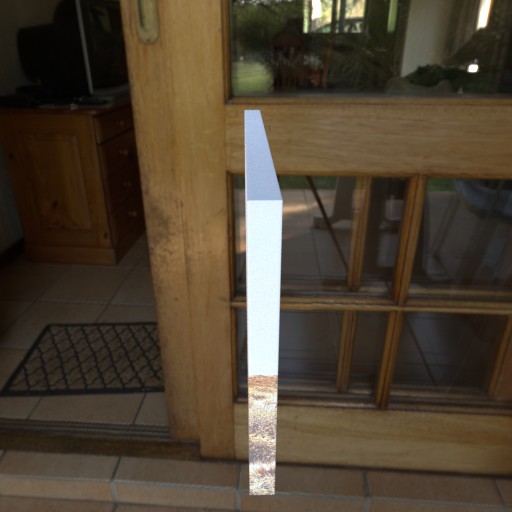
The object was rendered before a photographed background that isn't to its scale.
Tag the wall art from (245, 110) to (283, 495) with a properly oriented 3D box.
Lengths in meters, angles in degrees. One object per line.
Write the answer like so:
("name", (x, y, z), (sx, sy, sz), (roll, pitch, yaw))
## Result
("wall art", (0.000, 0.000, 1.157), (0.050, 0.610, 0.914), (-1, 26, -1))
